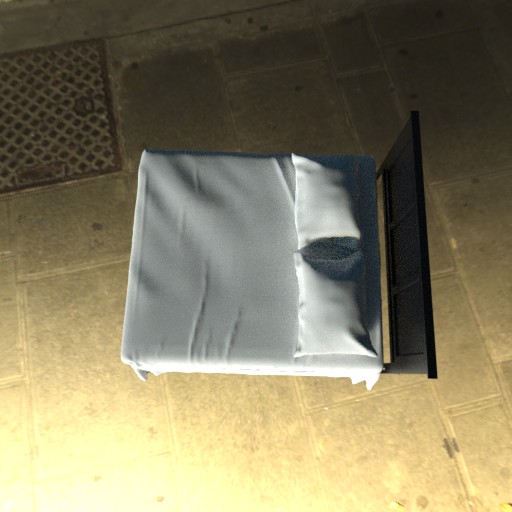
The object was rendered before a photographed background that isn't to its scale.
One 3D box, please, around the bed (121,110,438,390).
[{"bbox_3d":[0.000,0.000,3.238,2.050,1.270,1.870,2,75,0],"label":"bed"}]
